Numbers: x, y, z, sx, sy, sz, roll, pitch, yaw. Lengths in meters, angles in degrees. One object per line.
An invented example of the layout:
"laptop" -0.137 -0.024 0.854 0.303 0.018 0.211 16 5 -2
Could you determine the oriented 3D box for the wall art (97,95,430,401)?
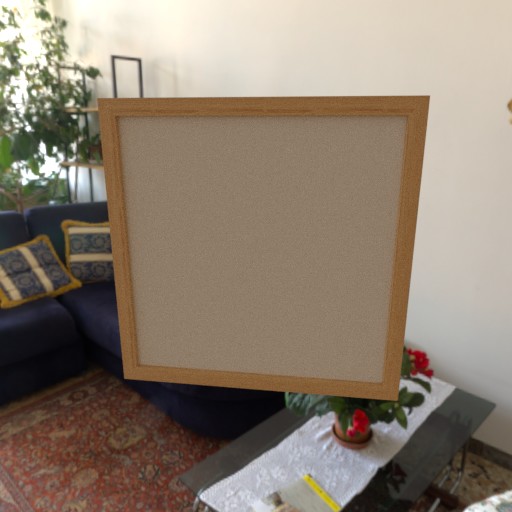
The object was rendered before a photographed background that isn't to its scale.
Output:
"wall art" 0.000 0.000 1.128 0.762 0.762 0.027 2 17 8
